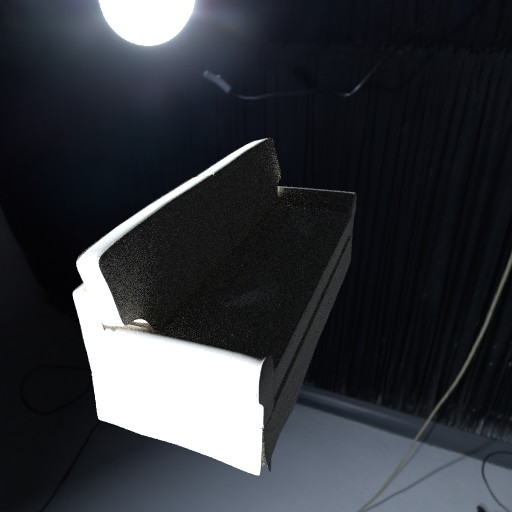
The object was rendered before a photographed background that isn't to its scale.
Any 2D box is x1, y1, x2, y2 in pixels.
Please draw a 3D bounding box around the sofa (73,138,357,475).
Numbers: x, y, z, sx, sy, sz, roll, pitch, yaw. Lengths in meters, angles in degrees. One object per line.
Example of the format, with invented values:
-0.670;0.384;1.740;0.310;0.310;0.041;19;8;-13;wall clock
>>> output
0.000;0.000;2.545;0.862;0.937;2.021;10;30;18;sofa
